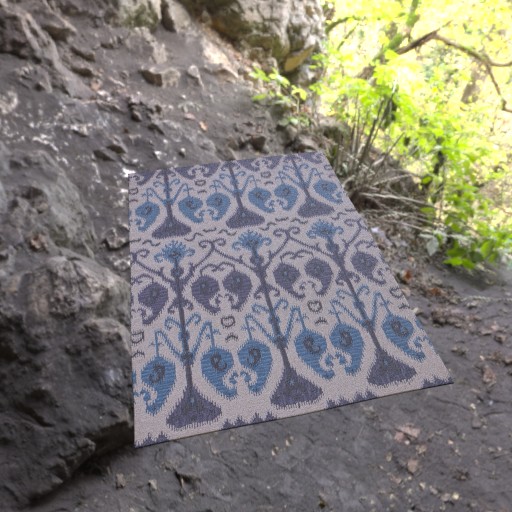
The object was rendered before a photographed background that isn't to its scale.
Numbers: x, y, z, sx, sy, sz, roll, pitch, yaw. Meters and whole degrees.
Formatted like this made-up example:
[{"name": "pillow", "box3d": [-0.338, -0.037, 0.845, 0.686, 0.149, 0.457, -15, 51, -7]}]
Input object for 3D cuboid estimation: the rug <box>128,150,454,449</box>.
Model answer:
[{"name": "rug", "box3d": [0.000, 0.000, 2.993, 1.676, 0.013, 2.261, -9, 47, -8]}]
